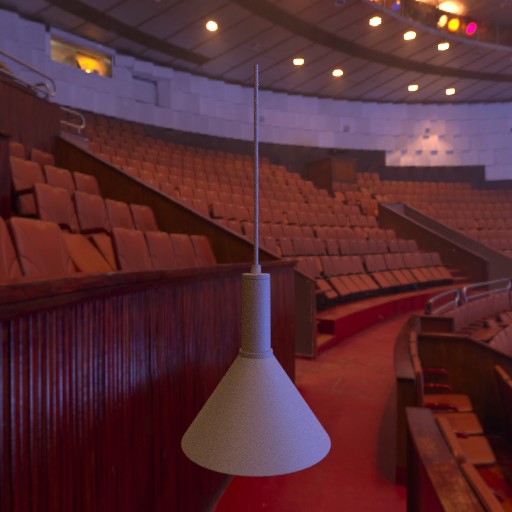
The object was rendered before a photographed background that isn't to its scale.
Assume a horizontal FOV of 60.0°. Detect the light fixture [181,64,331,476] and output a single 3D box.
[{"bbox_3d":[0.000,0.000,0.798,0.267,0.683,0.267,0,1,0],"label":"light fixture"}]
